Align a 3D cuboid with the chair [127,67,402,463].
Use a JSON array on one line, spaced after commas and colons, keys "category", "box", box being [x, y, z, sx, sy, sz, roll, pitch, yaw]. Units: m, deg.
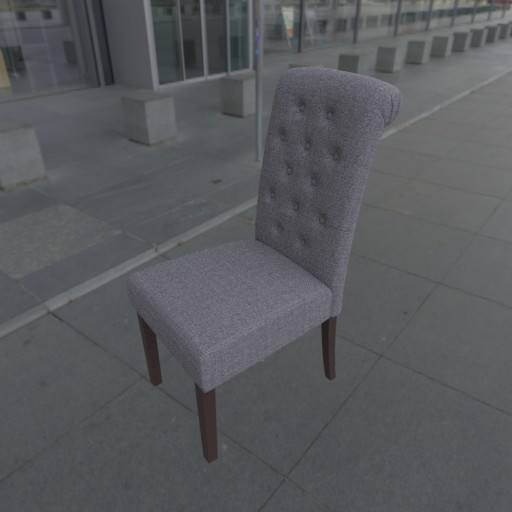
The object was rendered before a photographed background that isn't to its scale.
[{"category": "chair", "box": [0.000, 0.000, 1.350, 0.671, 1.006, 0.456, -21, 37, -31]}]
